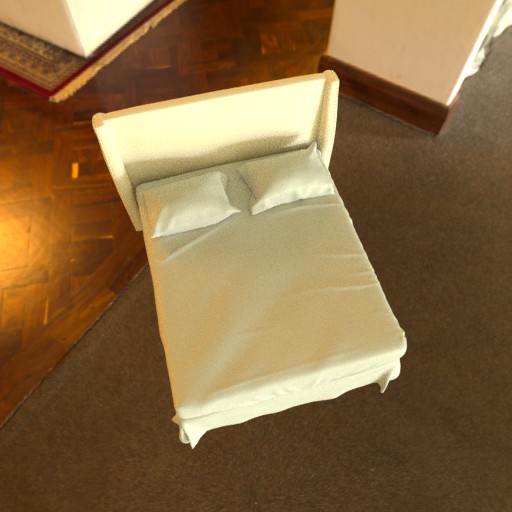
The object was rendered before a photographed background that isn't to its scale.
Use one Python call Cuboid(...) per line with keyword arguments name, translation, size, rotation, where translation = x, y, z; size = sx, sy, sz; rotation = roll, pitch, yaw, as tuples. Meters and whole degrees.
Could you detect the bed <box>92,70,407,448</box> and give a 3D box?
Cuboid(name="bed", translation=(0.000, 0.000, 3.431), size=(1.925, 1.332, 2.276), rotation=(-13, 62, -7))
